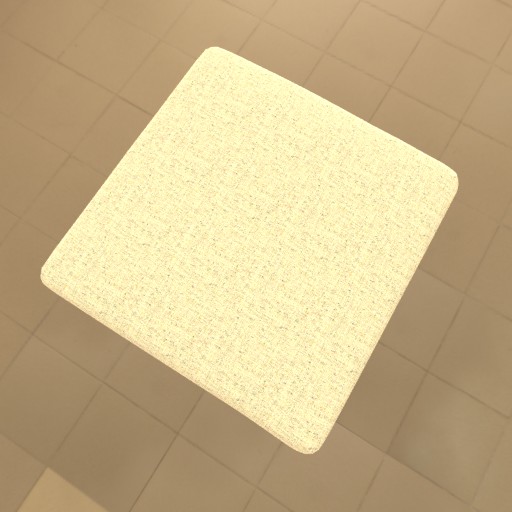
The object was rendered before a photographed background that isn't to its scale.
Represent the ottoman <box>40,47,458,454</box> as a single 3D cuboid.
[{"bbox_3d":[0.000,0.000,0.893,0.512,0.453,0.521,30,77,8],"label":"ottoman"}]
